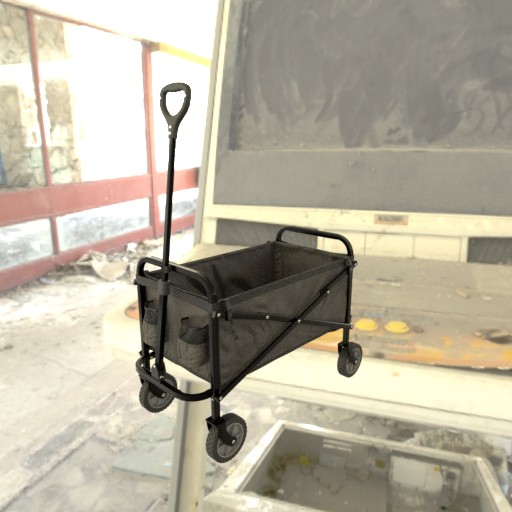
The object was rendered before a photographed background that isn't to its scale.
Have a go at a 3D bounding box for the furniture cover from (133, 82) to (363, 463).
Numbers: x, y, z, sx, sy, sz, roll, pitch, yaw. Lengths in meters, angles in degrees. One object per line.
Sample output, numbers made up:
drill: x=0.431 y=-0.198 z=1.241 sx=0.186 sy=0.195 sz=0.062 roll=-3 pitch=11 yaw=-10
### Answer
furniture cover: x=0.000 y=0.000 z=1.845 sx=0.532 sy=1.295 sz=1.038 roll=14 pitch=20 yaw=42
